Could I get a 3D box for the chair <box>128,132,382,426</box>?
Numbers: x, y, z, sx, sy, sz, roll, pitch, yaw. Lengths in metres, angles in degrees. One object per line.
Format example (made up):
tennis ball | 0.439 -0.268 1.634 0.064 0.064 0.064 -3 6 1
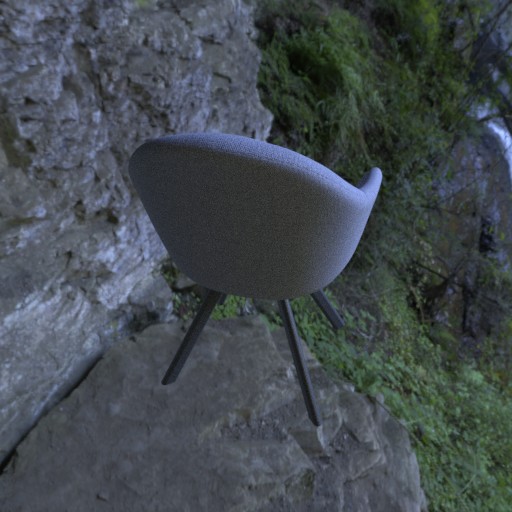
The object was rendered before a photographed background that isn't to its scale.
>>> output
chair | 0.000 0.000 1.216 0.590 0.795 0.550 10 33 15
